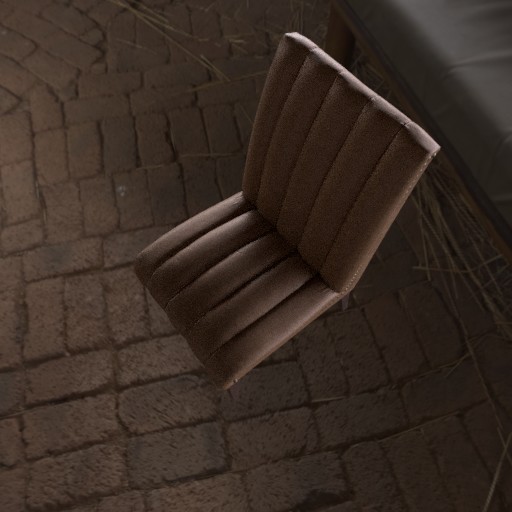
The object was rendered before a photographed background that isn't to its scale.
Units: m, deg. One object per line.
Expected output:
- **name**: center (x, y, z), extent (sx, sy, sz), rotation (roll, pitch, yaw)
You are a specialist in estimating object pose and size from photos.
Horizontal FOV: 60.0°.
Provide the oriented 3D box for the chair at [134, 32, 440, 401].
- **chair**: center (0.000, 0.000, 1.373), extent (0.647, 1.016, 0.511), rotation (-35, 68, -16)
